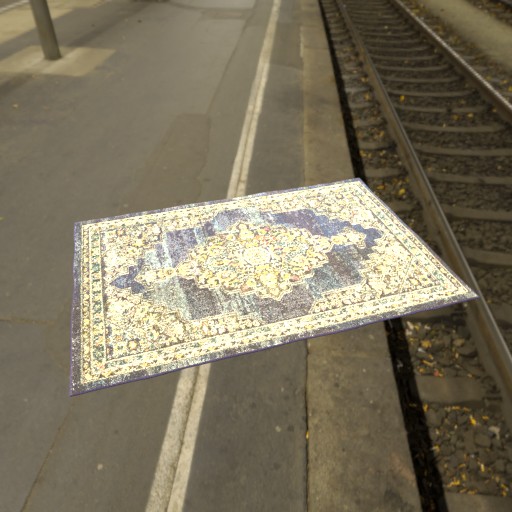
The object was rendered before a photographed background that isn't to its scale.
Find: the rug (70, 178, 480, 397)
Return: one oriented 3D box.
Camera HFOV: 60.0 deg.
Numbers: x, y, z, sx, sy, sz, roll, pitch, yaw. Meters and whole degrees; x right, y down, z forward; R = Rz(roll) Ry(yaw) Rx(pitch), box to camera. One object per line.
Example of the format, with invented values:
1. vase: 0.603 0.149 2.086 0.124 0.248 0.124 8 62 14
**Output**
1. rug: 0.000 0.000 2.255 1.781 0.012 1.184 -11 40 -13
